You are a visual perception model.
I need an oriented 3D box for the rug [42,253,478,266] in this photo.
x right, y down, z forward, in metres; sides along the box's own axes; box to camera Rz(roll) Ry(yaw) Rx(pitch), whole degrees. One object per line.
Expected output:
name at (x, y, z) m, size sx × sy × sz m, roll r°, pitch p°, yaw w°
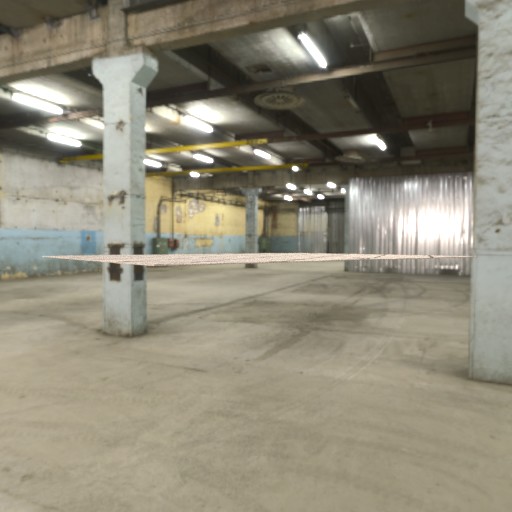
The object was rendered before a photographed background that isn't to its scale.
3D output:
rug at (0.000, 0.000, 3.959) m, size 3.061 × 0.022 × 2.468 m, roll -1°, pitch 2°, yaw -37°
